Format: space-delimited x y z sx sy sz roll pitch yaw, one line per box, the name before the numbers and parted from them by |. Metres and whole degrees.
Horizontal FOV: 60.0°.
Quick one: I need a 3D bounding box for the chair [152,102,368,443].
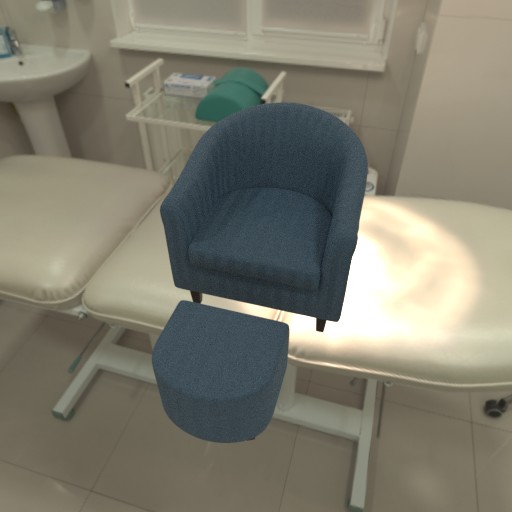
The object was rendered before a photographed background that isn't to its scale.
chair | 0.000 0.000 1.768 0.756 0.757 1.288 11 43 12
